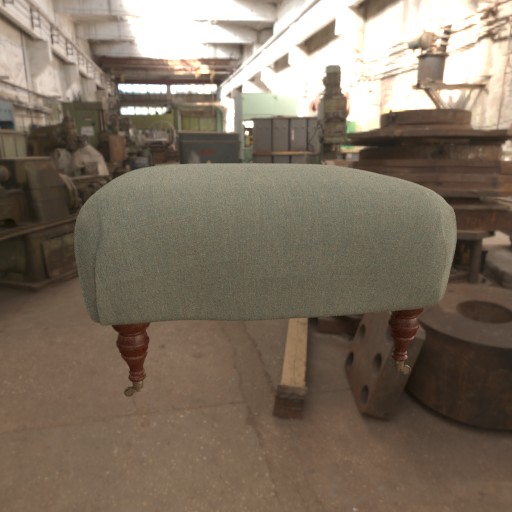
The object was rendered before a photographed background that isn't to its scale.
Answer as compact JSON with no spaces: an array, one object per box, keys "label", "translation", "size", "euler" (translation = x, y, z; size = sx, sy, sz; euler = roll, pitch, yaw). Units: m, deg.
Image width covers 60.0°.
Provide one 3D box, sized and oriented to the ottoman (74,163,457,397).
[{"label":"ottoman","translation":[0.000,0.000,1.108],"size":[0.747,0.450,0.622],"euler":[-2,15,-8]}]
